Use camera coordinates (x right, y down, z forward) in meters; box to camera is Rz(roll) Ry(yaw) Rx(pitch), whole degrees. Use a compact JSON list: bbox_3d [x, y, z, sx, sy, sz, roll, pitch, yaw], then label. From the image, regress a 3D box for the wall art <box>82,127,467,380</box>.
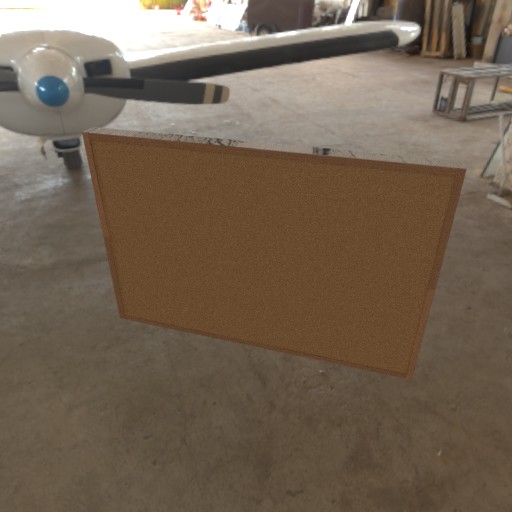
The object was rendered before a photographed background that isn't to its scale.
[{"bbox_3d":[0.000,0.000,0.802,0.613,0.407,0.035,9,32,14],"label":"wall art"}]
